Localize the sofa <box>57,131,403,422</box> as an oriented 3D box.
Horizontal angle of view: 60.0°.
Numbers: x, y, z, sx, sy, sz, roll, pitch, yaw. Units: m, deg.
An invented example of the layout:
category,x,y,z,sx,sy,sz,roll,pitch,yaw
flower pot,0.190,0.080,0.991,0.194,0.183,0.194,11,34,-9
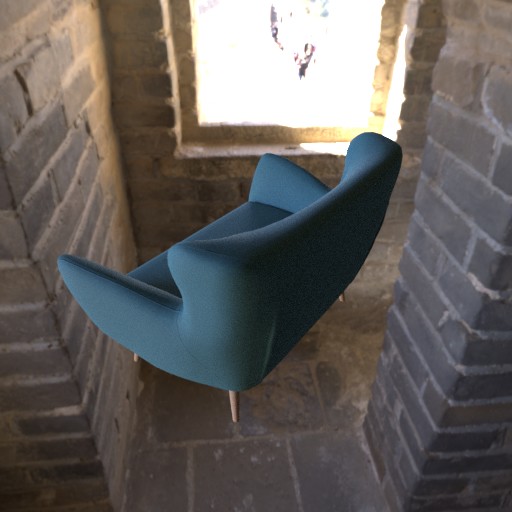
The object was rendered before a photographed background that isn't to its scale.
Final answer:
category,x,y,z,sx,sy,sz,roll,pitch,yaw
sofa,0.000,0.000,1.985,0.889,0.889,1.397,22,39,29
